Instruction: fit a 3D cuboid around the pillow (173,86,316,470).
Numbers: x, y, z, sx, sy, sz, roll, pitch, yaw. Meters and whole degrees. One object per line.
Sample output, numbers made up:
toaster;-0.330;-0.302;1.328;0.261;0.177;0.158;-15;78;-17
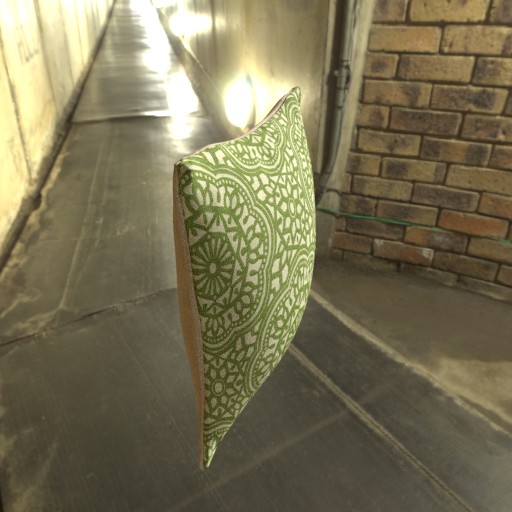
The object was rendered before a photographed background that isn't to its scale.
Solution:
pillow;0.000;0.000;0.661;0.162;0.419;0.440;9;31;16
